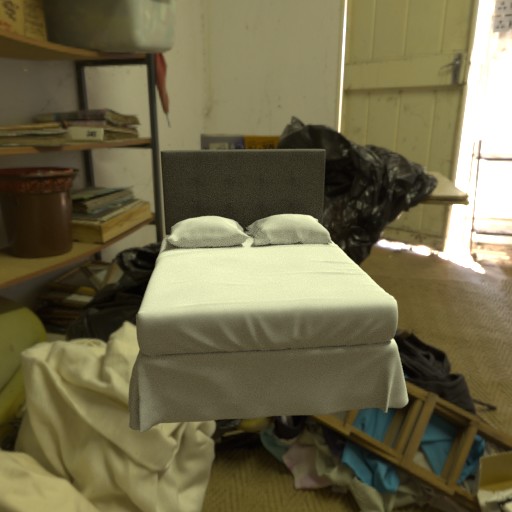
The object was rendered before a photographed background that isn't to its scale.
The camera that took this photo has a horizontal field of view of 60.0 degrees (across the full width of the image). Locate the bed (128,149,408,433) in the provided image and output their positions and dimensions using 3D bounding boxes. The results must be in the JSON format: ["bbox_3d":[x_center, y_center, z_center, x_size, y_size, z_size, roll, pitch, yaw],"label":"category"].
[{"bbox_3d":[0.000,0.000,3.635,1.936,1.577,2.222,-2,17,-6],"label":"bed"}]
